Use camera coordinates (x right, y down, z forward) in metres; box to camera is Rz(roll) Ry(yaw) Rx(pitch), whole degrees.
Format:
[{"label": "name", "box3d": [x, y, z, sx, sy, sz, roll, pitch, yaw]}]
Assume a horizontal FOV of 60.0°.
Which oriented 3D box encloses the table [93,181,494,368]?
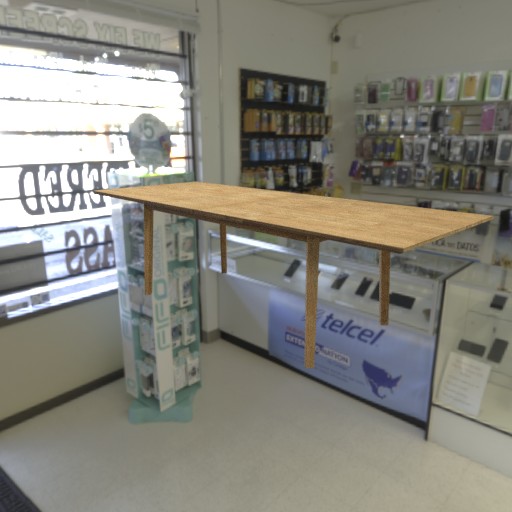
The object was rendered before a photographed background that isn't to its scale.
[{"label": "table", "box3d": [0.000, 0.000, 3.022, 1.000, 0.752, 2.603, -15, 21, -43]}]
